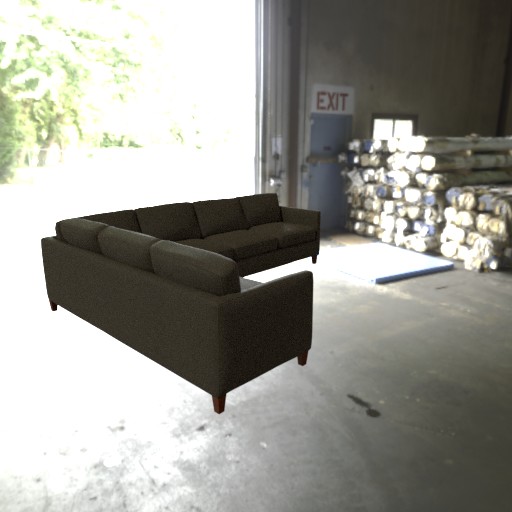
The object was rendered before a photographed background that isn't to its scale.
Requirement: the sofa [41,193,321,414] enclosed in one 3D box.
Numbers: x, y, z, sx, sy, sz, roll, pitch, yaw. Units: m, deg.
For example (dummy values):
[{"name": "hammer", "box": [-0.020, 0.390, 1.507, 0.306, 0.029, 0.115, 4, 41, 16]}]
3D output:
[{"name": "sofa", "box": [0.000, 0.000, 4.537, 2.593, 0.947, 3.302, 14, 20, 42]}]
